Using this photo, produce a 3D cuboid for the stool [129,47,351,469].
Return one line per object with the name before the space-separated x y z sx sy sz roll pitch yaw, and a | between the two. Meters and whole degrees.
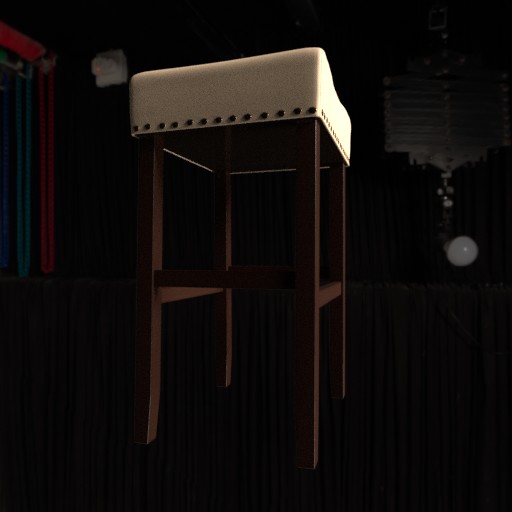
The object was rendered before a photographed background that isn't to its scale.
stool | 0.000 0.000 1.060 0.401 0.762 0.471 0 0 18
